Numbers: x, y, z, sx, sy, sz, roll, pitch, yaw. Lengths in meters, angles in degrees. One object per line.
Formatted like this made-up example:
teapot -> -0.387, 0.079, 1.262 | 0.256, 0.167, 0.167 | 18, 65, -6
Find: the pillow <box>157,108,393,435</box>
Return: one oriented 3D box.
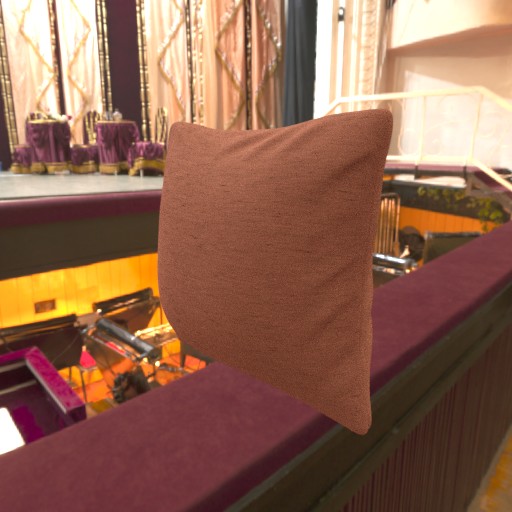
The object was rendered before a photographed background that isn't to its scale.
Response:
pillow -> 0.000, 0.000, 0.687 | 0.246, 0.415, 0.432 | -13, 19, -42
